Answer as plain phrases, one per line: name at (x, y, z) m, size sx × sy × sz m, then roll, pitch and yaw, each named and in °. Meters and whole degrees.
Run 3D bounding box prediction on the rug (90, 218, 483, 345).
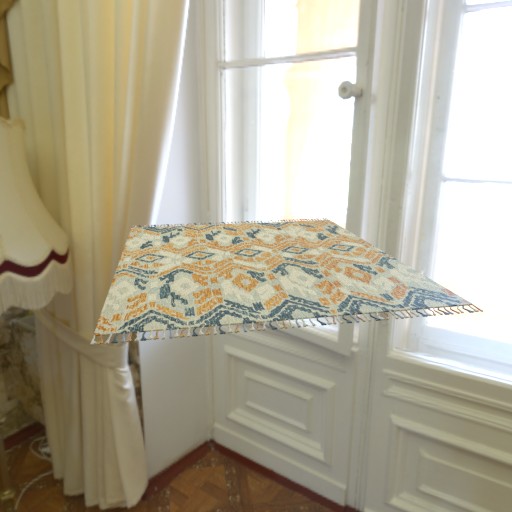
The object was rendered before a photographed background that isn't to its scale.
rug at (0.000, 0.000, 4.085) m, size 2.439 × 0.010 × 3.048 m, roll -3°, pitch 17°, yaw -10°
